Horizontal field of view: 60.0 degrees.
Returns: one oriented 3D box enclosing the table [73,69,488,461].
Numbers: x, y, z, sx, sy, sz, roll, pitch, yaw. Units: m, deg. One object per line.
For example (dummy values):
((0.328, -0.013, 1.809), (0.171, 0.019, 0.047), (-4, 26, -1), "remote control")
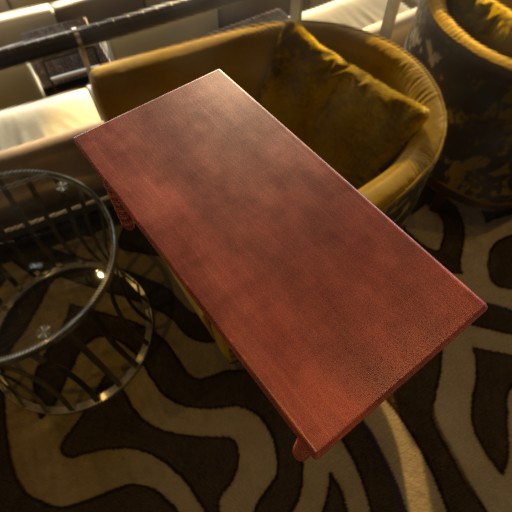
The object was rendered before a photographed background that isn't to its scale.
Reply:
((0.000, 0.000, 1.457), (0.580, 0.485, 1.171), (-33, 64, -18), "table")
